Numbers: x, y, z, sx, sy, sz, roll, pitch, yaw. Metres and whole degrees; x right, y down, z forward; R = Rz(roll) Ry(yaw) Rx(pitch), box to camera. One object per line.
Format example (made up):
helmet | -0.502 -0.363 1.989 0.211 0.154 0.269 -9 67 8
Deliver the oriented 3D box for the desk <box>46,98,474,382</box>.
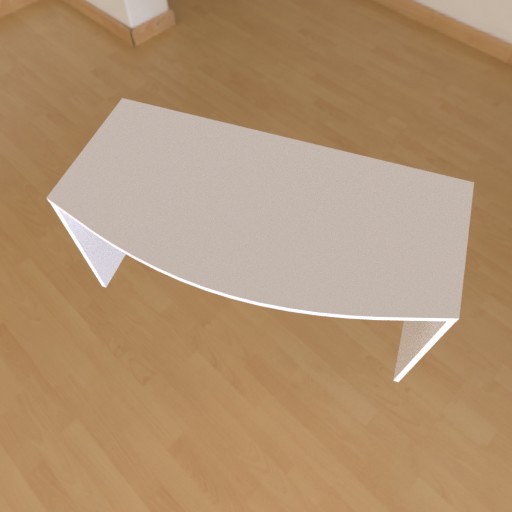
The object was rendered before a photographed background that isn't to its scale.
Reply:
desk | 0.000 0.000 2.057 1.600 0.750 0.802 16 60 10
